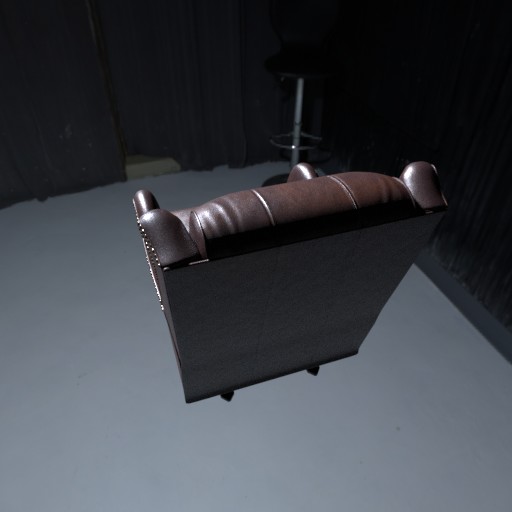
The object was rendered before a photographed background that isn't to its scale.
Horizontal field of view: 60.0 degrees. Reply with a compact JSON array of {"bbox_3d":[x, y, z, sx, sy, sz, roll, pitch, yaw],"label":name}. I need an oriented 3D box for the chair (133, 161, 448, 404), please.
[{"bbox_3d":[0.000,0.000,1.808,0.869,1.084,1.008,-12,42,-14],"label":"chair"}]
